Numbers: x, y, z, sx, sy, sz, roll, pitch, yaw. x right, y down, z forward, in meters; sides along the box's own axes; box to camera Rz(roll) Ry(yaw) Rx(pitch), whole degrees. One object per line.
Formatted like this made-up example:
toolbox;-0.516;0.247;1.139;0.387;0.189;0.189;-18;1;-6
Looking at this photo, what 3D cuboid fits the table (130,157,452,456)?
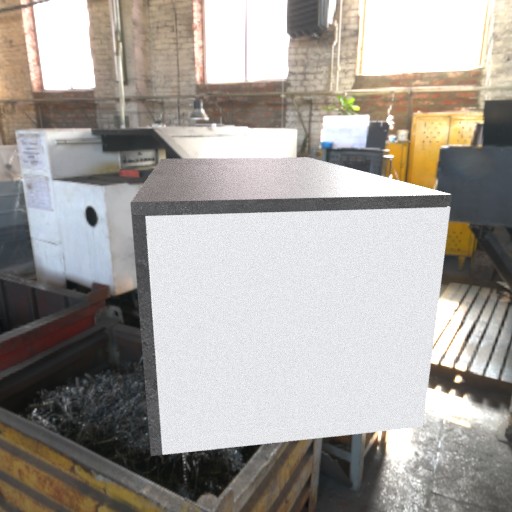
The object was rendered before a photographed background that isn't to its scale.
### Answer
table;0.000;0.000;0.918;0.400;0.350;0.700;-3;17;-8
